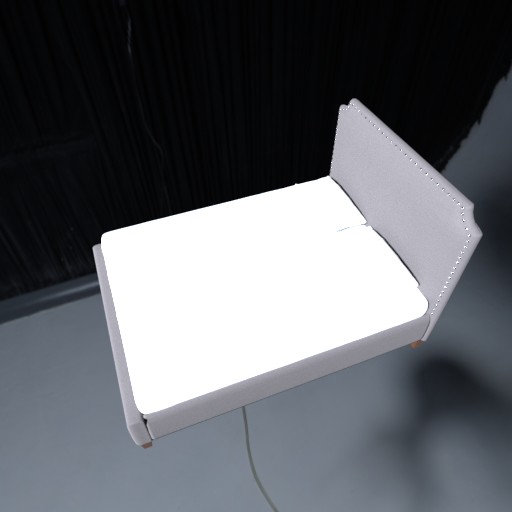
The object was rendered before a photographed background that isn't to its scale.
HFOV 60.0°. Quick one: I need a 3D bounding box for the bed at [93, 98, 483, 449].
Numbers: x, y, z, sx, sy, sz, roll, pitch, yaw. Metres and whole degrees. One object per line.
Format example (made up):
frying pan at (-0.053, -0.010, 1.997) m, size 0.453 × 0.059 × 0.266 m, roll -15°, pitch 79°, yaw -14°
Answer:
bed at (0.000, 0.000, 3.376) m, size 2.372 × 1.443 × 1.713 m, roll -16°, pitch 49°, yaw -14°
